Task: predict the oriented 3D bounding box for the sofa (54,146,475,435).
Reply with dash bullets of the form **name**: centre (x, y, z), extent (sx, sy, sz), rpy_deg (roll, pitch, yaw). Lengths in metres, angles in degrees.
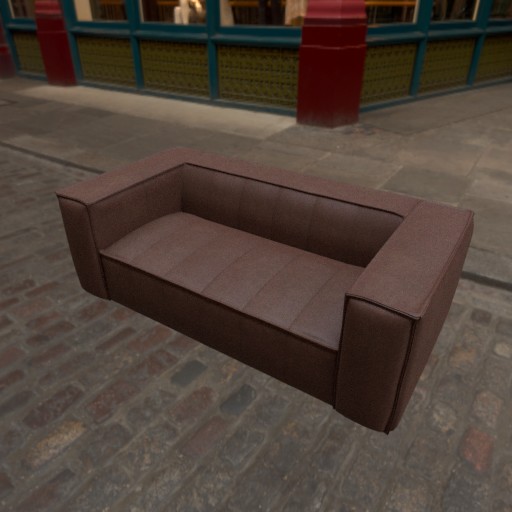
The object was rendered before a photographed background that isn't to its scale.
- **sofa**: centre (0.000, 0.000, 2.558), extent (2.088, 0.703, 1.102), rpy_deg (19, 36, 28)
